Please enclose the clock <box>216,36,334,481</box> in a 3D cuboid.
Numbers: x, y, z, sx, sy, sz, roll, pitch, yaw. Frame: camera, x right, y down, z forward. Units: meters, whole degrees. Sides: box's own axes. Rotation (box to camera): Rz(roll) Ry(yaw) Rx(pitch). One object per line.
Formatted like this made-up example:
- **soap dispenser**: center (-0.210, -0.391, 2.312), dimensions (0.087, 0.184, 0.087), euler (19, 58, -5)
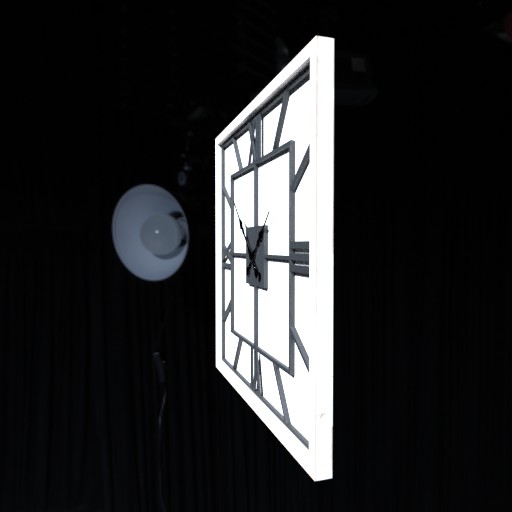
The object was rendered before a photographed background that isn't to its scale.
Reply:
- **clock**: center (0.000, 0.000, 1.040), dimensions (0.032, 0.705, 0.705), euler (0, 1, -18)
